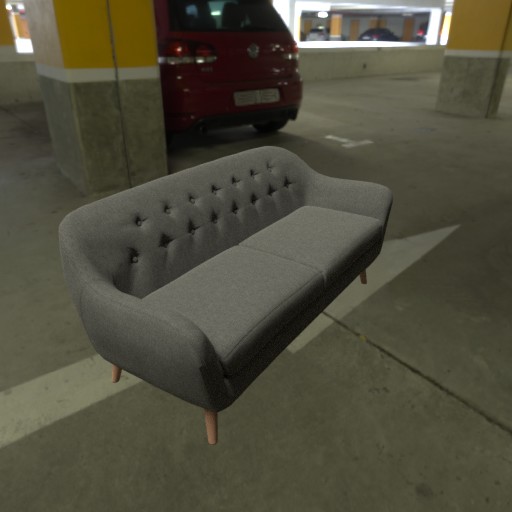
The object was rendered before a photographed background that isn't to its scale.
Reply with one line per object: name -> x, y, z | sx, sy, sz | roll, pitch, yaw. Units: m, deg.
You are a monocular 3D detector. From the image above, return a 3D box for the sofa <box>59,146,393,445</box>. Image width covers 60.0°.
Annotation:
sofa -> 0.000, 0.000, 2.284 | 0.820, 0.820, 1.840 | 17, 31, 31
